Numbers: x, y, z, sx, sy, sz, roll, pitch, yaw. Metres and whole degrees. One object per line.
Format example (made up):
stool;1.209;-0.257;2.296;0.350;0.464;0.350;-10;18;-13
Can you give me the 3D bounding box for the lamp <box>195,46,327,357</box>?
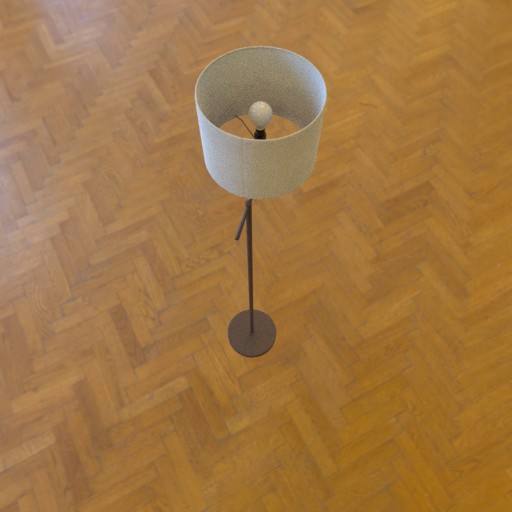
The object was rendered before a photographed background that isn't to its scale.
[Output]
lamp;0.000;0.000;1.774;0.324;1.600;0.416;14;64;7
